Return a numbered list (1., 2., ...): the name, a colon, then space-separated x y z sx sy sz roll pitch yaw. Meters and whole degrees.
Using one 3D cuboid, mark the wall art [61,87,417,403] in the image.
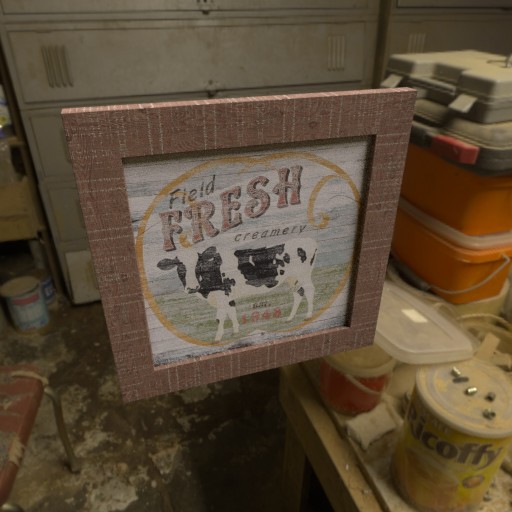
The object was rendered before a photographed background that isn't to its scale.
1. wall art: 0.000 0.000 0.780 0.531 0.531 0.029 -9 32 -15
